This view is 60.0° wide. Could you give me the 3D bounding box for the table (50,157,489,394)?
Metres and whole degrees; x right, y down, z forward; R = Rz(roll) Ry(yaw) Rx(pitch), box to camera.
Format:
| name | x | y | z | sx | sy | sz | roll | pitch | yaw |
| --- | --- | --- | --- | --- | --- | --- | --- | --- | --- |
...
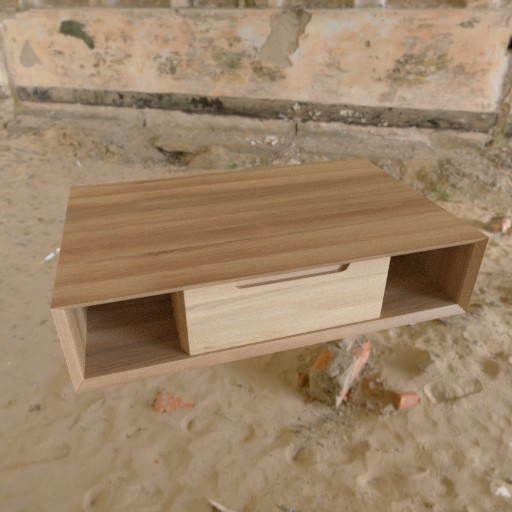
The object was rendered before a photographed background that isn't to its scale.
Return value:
| name | x | y | z | sx | sy | sz | roll | pitch | yaw |
| --- | --- | --- | --- | --- | --- | --- | --- | --- | --- |
| table | 0.000 | 0.000 | 1.429 | 1.100 | 0.330 | 0.700 | -9 | 32 | -14 |
